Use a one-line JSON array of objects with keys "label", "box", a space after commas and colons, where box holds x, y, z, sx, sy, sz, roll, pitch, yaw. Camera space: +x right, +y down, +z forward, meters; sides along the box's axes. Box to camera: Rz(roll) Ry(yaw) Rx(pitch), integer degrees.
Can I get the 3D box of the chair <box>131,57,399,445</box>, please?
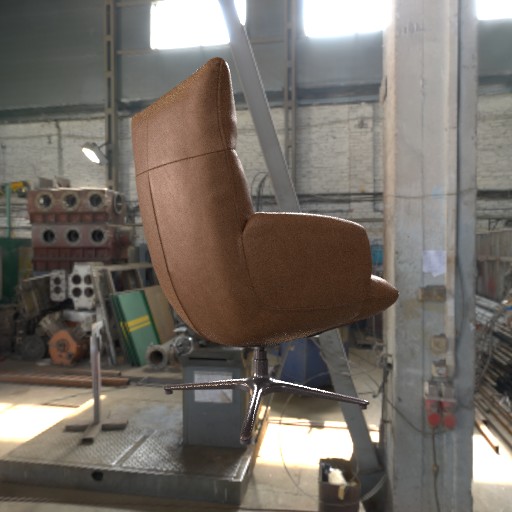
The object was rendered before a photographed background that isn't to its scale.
[{"label": "chair", "box": [0.000, 0.000, 1.557, 0.794, 1.027, 0.711, 0, 1, -35]}]
